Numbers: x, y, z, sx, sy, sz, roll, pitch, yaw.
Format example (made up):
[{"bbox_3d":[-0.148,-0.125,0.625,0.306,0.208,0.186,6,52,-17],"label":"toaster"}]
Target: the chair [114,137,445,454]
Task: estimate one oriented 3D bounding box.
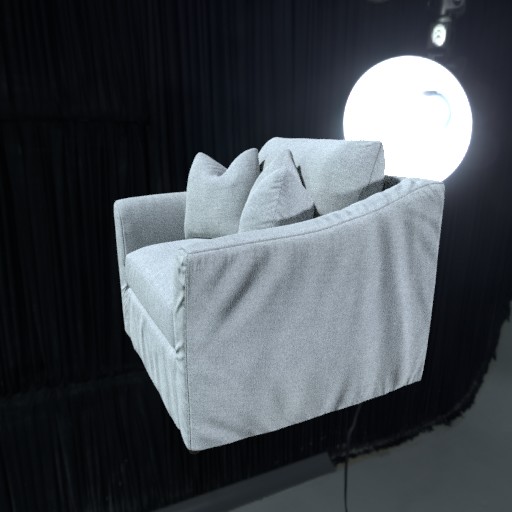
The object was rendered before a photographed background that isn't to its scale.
[{"bbox_3d":[0.000,0.000,2.054,1.071,1.059,1.194,-8,17,-26],"label":"chair"}]
